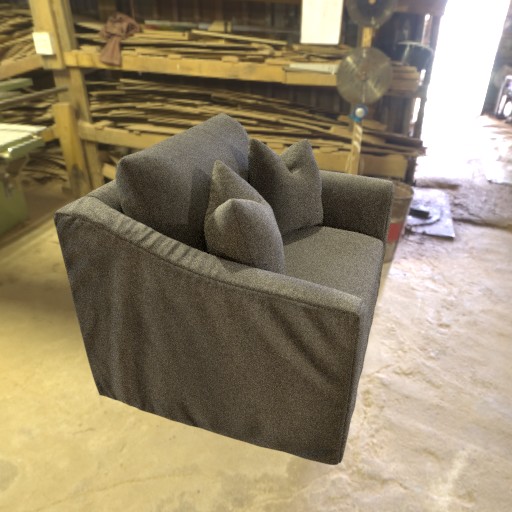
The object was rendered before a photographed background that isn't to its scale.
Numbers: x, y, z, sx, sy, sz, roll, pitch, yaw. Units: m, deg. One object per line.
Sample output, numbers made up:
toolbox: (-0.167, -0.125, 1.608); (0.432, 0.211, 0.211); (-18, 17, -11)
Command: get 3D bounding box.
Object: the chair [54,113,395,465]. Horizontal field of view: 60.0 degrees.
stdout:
chair: (0.000, 0.000, 1.985); (1.071, 1.059, 1.194); (10, 31, 17)
